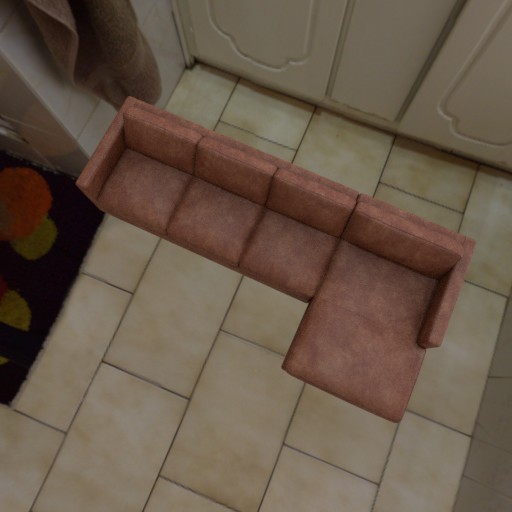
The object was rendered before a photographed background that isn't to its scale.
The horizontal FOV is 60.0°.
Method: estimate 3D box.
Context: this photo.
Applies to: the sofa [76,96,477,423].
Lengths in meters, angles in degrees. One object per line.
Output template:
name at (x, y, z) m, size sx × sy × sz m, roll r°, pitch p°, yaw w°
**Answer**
sofa at (0.000, 0.000, 3.835) m, size 3.203 × 0.883 × 1.581 m, roll 24°, pitch 77°, yaw 6°
